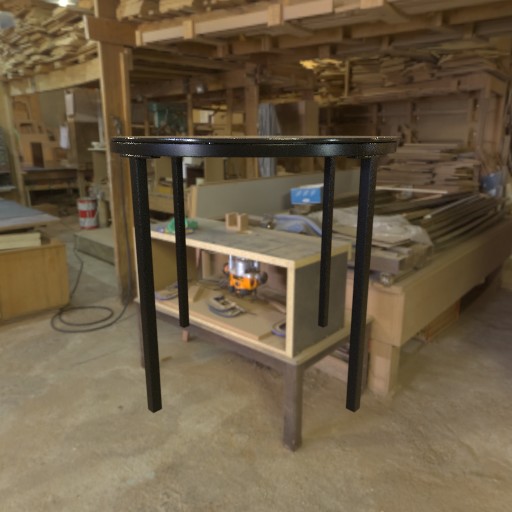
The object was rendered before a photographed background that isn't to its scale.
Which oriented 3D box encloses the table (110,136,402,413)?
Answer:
[{"bbox_3d":[0.000,0.000,0.852,0.499,0.443,0.499,0,15,0],"label":"table"}]
